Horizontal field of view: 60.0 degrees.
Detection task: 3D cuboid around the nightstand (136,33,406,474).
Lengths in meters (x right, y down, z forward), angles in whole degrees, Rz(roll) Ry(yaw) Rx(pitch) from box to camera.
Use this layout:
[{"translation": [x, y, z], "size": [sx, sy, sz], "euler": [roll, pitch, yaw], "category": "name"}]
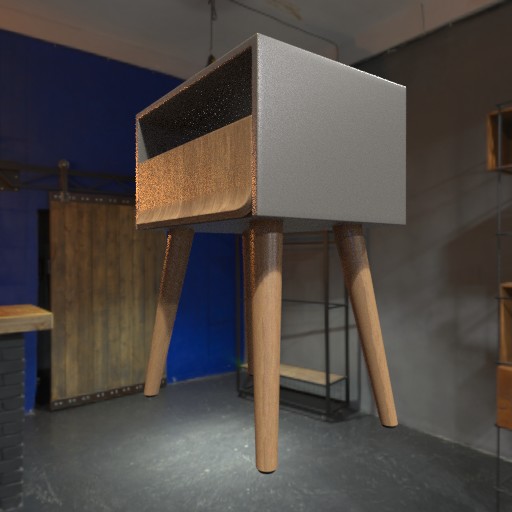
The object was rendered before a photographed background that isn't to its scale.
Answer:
[{"translation": [0.000, 0.000, 0.730], "size": [0.288, 0.508, 0.370], "euler": [0, 0, -36], "category": "nightstand"}]
